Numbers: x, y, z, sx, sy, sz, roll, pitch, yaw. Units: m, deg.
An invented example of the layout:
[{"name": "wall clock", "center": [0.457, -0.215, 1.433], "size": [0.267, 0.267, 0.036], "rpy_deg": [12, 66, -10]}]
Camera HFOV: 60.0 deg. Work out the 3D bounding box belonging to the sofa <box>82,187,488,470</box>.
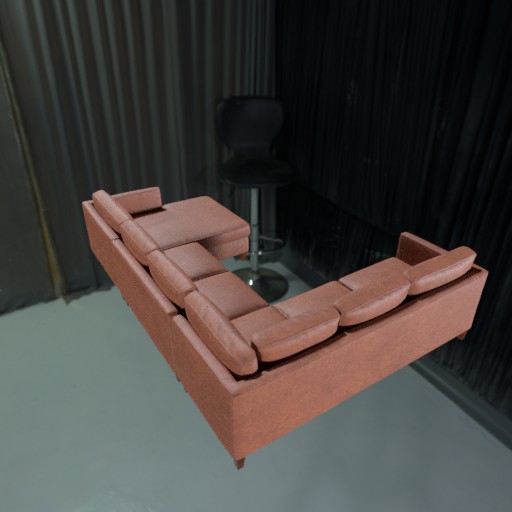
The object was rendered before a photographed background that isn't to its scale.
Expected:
[{"name": "sofa", "center": [0.000, 0.000, 4.566], "size": [2.593, 0.923, 3.460], "rpy_deg": [-18, 35, -28]}]
